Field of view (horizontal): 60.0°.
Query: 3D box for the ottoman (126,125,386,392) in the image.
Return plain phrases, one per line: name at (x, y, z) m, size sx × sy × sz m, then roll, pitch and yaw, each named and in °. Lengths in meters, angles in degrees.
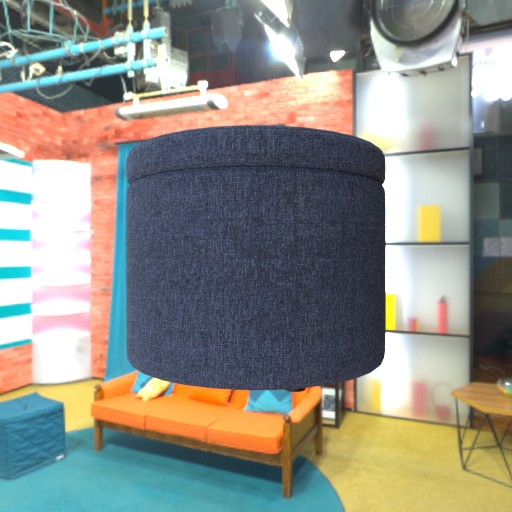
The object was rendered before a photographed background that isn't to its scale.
ottoman at (0.000, 0.000, 0.890) m, size 0.500 × 0.419 × 0.500 m, roll 0°, pitch 0°, yaw 0°
